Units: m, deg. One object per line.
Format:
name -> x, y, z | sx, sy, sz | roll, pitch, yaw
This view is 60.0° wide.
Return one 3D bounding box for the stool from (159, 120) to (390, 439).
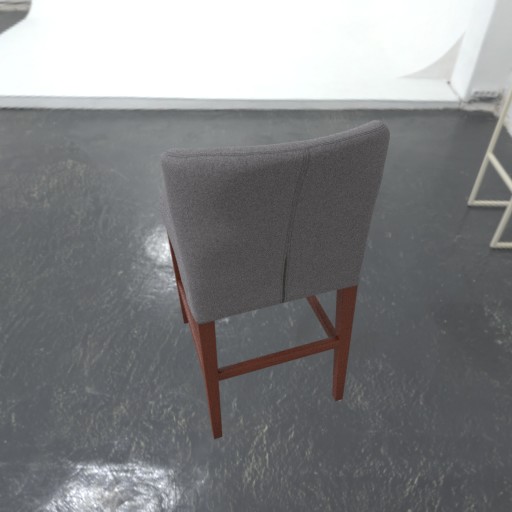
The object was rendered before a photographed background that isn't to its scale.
stool -> 0.000, 0.000, 1.290 | 0.481, 0.968, 0.568 | -12, 43, -14
